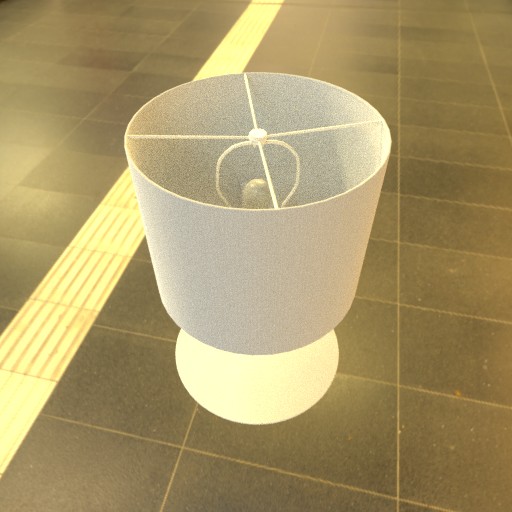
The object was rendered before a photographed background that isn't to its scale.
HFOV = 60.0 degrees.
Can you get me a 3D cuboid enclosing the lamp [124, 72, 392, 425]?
[{"bbox_3d":[0.000,0.000,0.680,0.299,0.454,0.341,-5,46,-5],"label":"lamp"}]
